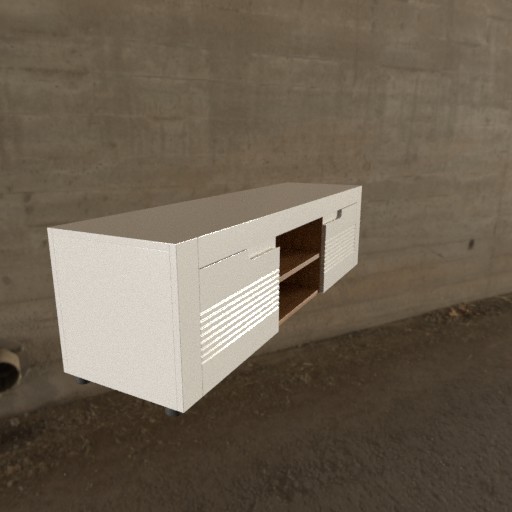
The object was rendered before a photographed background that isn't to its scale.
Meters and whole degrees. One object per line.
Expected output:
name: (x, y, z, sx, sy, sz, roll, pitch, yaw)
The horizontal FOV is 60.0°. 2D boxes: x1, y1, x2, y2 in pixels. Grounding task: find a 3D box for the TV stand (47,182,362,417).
TV stand: (0.000, 0.000, 1.733, 0.410, 0.440, 1.500, 7, 16, 27)
